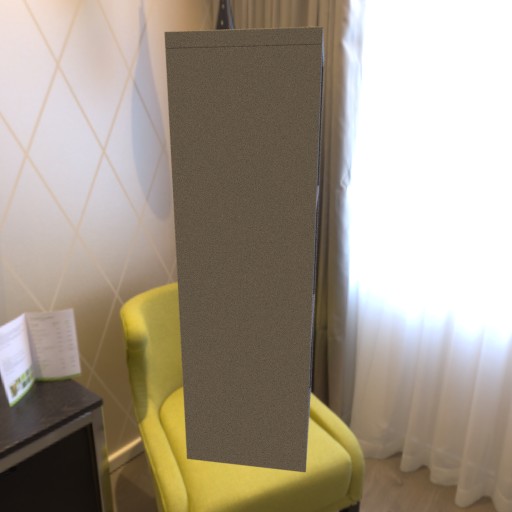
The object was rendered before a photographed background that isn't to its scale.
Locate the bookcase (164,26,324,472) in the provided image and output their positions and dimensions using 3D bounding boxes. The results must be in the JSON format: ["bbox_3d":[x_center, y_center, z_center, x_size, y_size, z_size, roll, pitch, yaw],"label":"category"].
[{"bbox_3d":[0.000,0.000,1.243,0.330,1.080,0.390,2,16,8],"label":"bookcase"}]
